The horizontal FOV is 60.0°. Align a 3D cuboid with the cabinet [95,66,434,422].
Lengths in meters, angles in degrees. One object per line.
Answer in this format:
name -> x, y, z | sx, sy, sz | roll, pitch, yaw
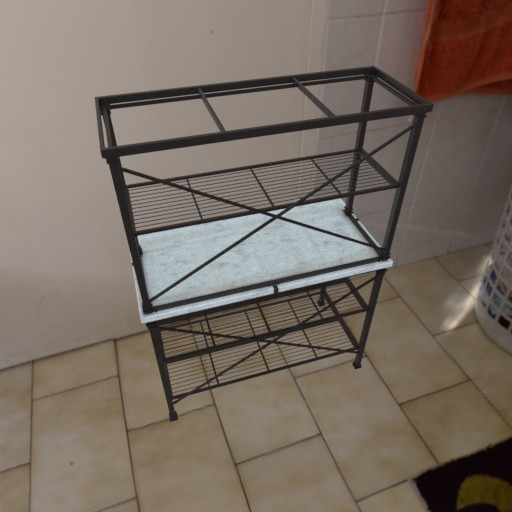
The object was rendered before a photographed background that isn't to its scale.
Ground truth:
cabinet -> 0.000, 0.000, 2.253 | 1.210, 1.659, 0.610 | -12, 42, -13
